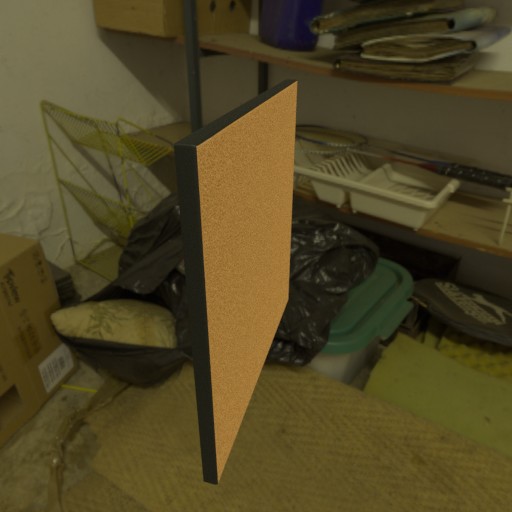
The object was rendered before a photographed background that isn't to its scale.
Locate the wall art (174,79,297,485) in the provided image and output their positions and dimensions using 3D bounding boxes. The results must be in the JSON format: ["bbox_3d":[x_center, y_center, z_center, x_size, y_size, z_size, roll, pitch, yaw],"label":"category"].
[{"bbox_3d":[0.000,0.000,0.677,0.022,0.453,0.456,8,29,14],"label":"wall art"}]
